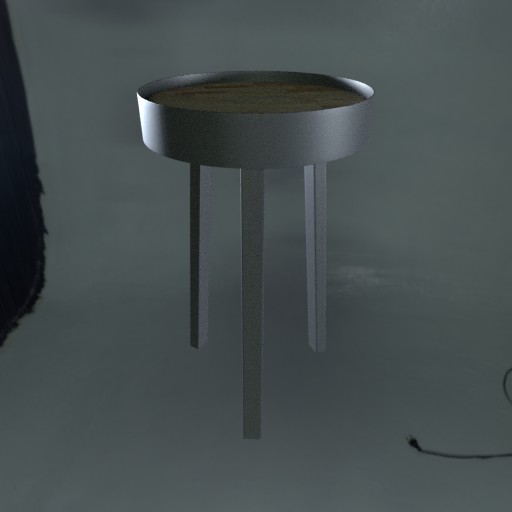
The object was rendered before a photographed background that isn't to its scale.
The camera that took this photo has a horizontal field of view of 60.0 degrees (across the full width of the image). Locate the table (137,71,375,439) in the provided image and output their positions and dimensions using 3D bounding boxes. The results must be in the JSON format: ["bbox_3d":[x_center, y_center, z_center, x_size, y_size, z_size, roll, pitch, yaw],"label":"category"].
[{"bbox_3d":[0.000,0.000,0.951,0.406,0.686,0.406,2,30,3],"label":"table"}]
